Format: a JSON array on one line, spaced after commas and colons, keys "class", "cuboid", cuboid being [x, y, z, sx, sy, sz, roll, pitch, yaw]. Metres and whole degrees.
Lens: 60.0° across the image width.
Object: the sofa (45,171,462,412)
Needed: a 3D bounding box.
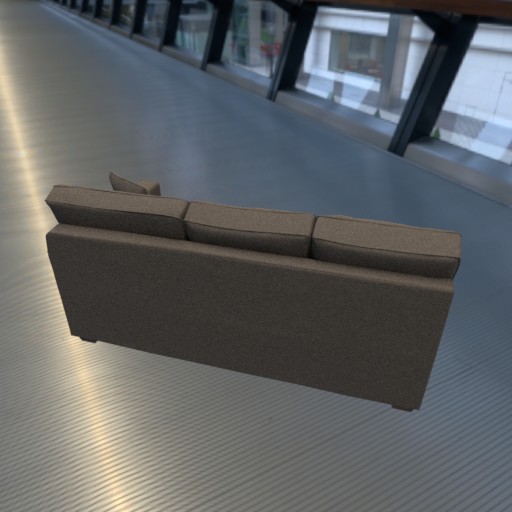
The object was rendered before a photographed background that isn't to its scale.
[{"class": "sofa", "cuboid": [0.000, 0.000, 2.538, 1.963, 0.946, 1.034, 9, 33, 14]}]
